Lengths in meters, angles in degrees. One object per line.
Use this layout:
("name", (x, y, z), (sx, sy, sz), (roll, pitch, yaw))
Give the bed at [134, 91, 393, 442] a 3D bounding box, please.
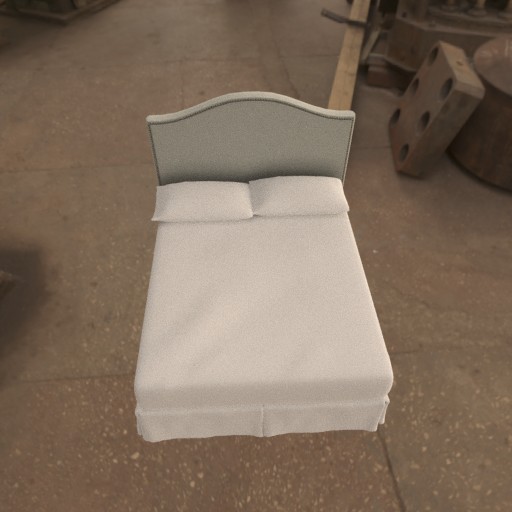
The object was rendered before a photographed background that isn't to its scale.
("bed", (0.000, 0.000, 3.403), (1.813, 1.607, 2.180), (-2, 46, -2))
